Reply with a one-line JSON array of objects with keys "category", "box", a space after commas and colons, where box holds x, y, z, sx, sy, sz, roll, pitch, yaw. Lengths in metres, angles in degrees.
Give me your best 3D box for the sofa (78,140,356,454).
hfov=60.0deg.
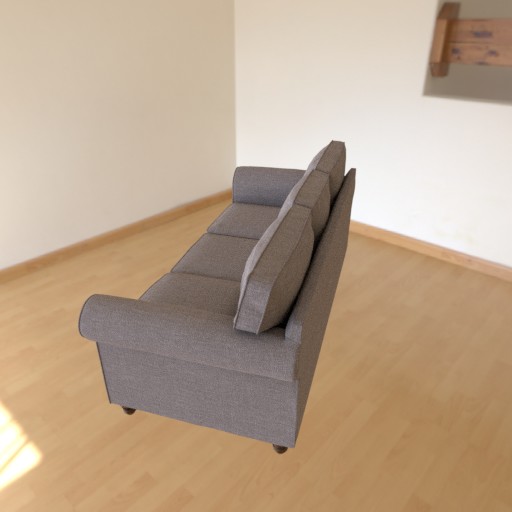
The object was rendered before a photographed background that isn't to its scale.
[{"category": "sofa", "box": [0.000, 0.000, 2.589, 0.916, 0.961, 2.084, 8, 29, 15]}]
